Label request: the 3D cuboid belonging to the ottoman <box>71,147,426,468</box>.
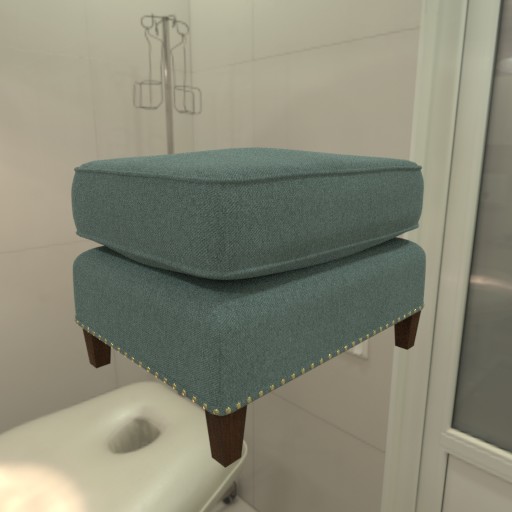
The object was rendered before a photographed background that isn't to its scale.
[{"bbox_3d":[0.000,0.000,1.126,0.738,0.537,0.589,-13,19,-43],"label":"ottoman"}]
